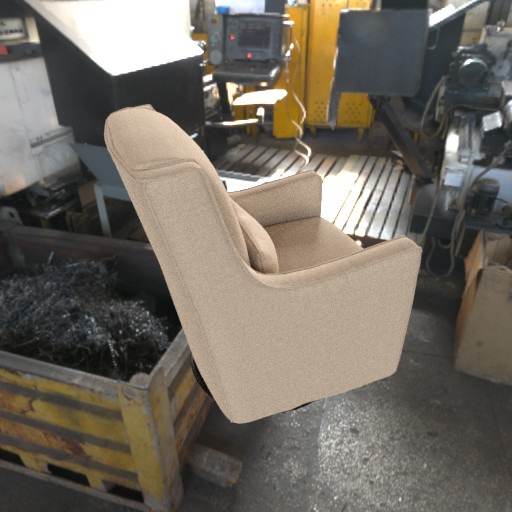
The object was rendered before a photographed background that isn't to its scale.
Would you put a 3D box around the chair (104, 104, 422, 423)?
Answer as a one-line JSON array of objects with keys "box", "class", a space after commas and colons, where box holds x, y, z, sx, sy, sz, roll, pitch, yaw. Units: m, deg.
[{"box": [0.000, 0.000, 1.585, 0.879, 0.993, 0.732, -12, 33, -18], "class": "chair"}]
